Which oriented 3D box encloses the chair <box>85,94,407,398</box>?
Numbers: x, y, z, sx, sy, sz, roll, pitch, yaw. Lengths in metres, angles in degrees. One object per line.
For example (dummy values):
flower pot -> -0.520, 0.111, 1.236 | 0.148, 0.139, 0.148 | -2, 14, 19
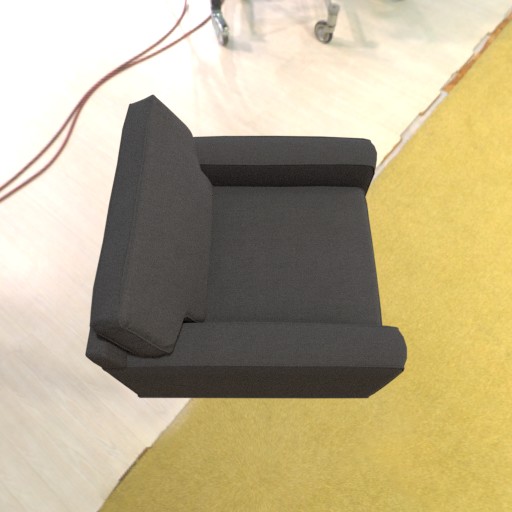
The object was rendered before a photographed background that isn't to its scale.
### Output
chair -> 0.000, 0.000, 1.820 | 1.043, 0.913, 0.997 | 0, 63, 0
